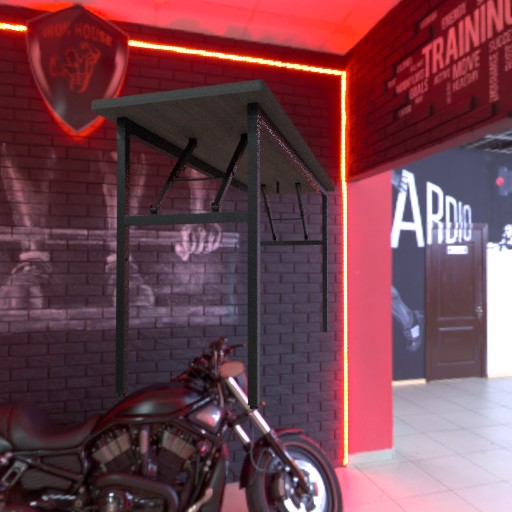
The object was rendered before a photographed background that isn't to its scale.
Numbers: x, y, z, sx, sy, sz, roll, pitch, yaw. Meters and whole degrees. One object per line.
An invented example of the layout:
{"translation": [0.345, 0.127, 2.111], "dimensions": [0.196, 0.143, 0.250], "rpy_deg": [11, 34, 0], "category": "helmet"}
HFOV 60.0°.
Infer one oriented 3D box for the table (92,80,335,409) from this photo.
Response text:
{"translation": [0.000, 0.000, 1.705], "dimensions": [0.449, 0.750, 1.399], "rpy_deg": [0, -1, 17], "category": "table"}
